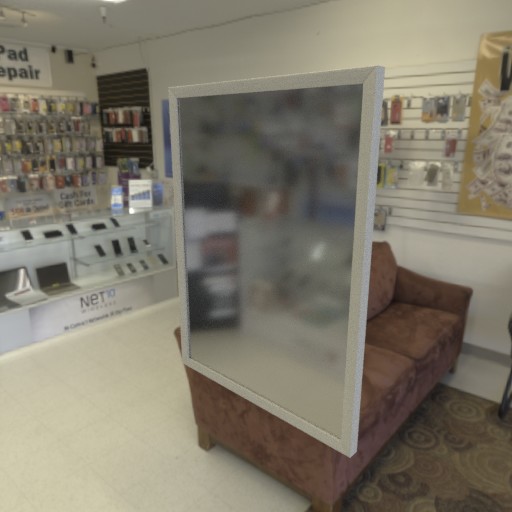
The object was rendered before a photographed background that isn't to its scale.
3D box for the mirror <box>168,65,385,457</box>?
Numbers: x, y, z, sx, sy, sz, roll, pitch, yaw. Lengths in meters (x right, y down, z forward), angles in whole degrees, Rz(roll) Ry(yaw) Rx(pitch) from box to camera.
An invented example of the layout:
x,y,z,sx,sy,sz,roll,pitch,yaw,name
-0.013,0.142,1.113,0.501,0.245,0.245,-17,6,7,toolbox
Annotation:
x,y,z,sx,sy,sz,roll,pitch,yaw,name
0.000,0.000,1.365,0.762,1.016,0.040,15,21,41,mirror
